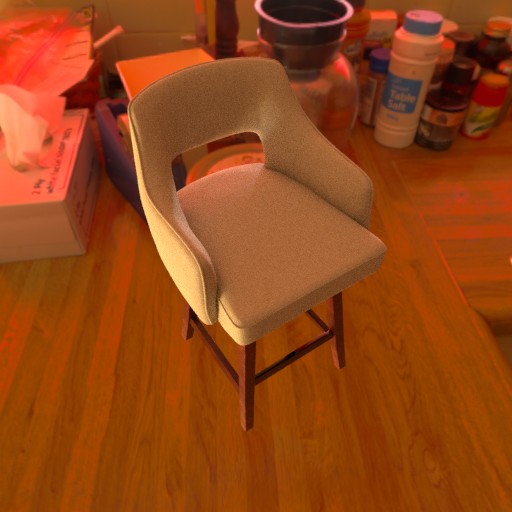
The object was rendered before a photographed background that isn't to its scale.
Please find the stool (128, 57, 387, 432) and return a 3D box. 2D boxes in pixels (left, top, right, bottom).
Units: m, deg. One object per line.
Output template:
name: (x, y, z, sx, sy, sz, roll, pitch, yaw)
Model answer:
stool: (0.000, 0.000, 1.302, 0.550, 0.936, 0.560, -26, 52, -23)
